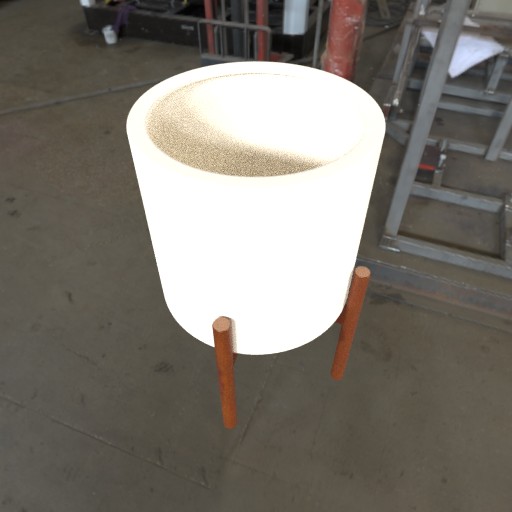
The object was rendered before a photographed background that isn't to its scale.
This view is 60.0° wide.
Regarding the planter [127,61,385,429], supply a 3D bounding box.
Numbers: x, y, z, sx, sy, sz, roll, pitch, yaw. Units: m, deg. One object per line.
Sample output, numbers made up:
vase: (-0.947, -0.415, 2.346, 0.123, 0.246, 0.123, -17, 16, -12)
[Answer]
planter: (0.000, 0.000, 0.965, 0.417, 0.670, 0.417, -18, 48, -17)
